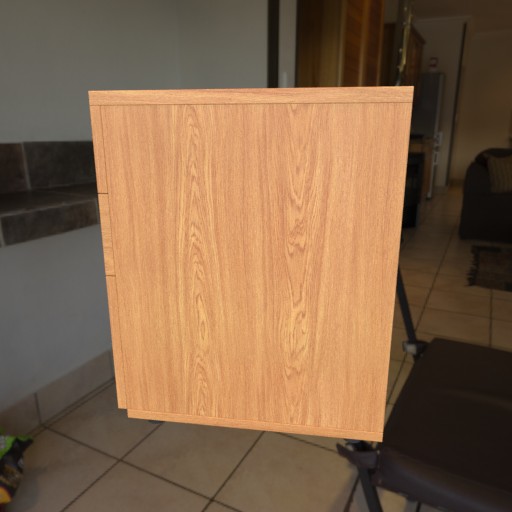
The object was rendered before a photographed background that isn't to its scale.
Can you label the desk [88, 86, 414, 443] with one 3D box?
[{"bbox_3d":[0.000,0.000,1.081,0.600,0.730,0.404,2,16,8],"label":"desk"}]
